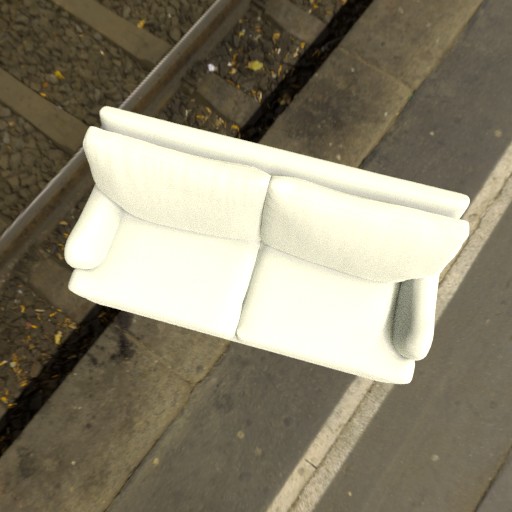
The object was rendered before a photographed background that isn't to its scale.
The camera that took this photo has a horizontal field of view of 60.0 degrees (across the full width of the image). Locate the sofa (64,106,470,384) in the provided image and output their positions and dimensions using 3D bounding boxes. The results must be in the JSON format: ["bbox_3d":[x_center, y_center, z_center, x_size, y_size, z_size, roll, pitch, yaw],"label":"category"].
[{"bbox_3d":[0.000,0.000,2.769,2.193,1.096,1.069,15,76,4],"label":"sofa"}]
